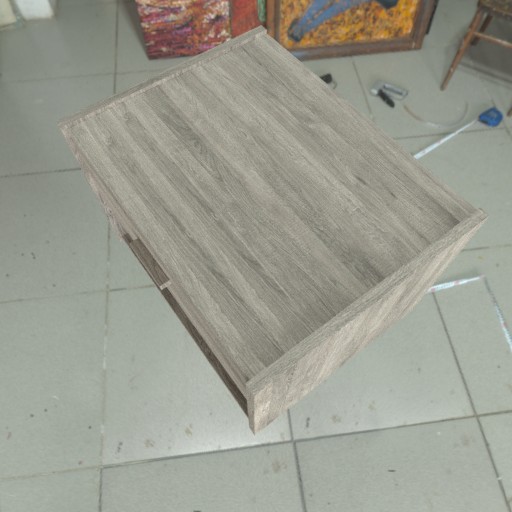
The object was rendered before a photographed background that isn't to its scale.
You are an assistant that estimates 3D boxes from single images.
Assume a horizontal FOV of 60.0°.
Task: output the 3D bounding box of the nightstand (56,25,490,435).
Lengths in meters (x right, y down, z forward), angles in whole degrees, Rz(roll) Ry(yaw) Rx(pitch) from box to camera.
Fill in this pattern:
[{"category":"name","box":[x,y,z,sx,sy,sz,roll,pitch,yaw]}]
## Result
[{"category":"nightstand","box":[0.000,0.000,0.818,0.380,0.500,0.480,-33,66,-17]}]
